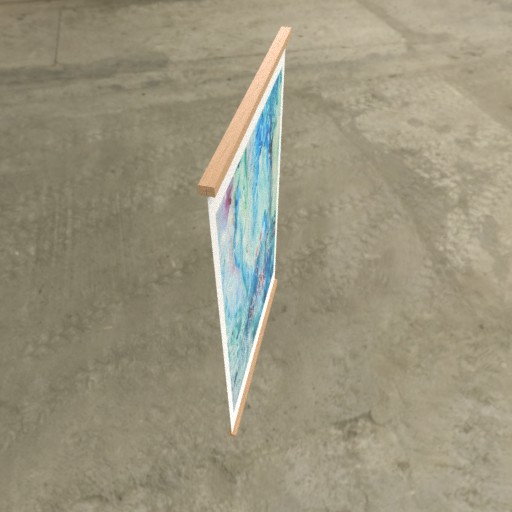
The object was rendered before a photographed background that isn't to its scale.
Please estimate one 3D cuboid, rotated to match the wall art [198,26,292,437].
[{"bbox_3d":[0.000,0.000,0.771,0.016,0.611,0.401,10,48,9],"label":"wall art"}]
